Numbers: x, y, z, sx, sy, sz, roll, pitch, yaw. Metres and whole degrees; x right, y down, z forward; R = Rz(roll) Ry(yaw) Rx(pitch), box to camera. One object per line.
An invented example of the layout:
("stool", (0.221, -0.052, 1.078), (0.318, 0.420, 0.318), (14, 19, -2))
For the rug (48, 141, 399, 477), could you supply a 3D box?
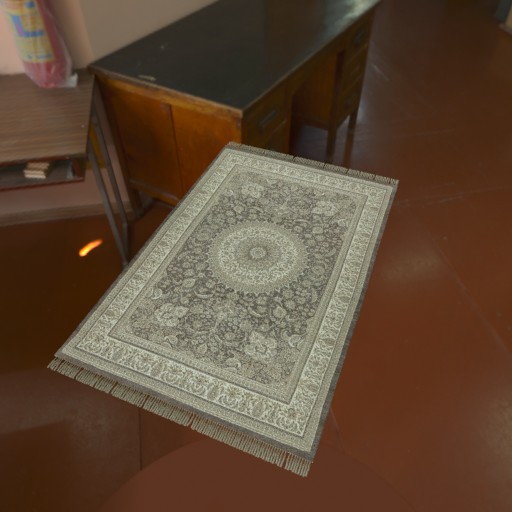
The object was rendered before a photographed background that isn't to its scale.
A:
("rug", (0.000, 0.000, 4.242), (2.143, 0.015, 3.422), (17, 49, 15))
